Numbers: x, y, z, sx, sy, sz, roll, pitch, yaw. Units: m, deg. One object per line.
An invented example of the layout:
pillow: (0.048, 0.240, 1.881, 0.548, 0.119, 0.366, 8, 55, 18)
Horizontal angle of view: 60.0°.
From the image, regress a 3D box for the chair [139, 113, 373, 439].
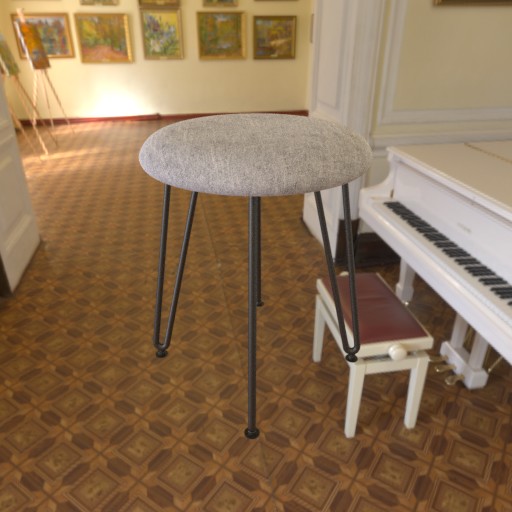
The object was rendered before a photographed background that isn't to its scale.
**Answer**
chair: (0.000, 0.000, 0.673, 0.350, 0.386, 0.350, 1, 27, 2)
